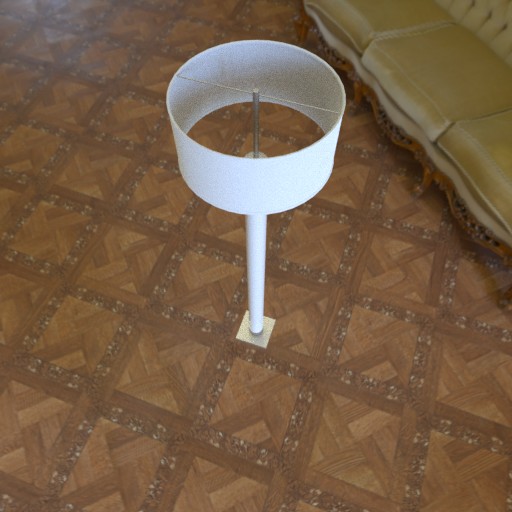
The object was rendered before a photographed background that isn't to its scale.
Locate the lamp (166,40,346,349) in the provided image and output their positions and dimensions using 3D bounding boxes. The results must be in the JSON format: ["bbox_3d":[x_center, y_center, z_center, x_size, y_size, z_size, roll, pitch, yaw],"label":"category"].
[{"bbox_3d":[0.000,0.000,1.657,0.420,1.475,0.420,16,60,10],"label":"lamp"}]
